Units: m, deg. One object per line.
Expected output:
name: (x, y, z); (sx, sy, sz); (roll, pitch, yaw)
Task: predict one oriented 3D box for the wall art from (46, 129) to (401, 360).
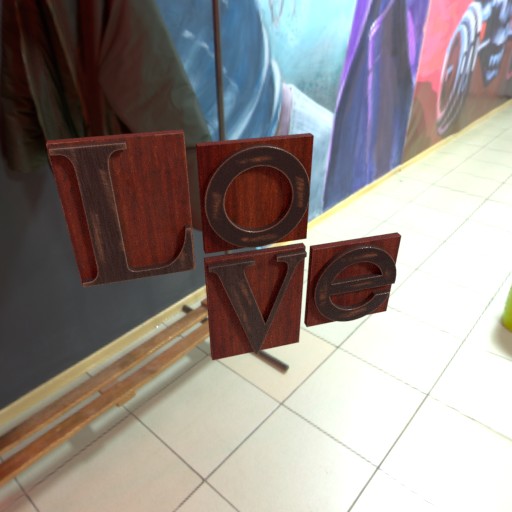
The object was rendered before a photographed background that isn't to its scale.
wall art: (0.000, 0.000, 0.850); (0.635, 0.497, 0.030); (-9, 33, -14)
